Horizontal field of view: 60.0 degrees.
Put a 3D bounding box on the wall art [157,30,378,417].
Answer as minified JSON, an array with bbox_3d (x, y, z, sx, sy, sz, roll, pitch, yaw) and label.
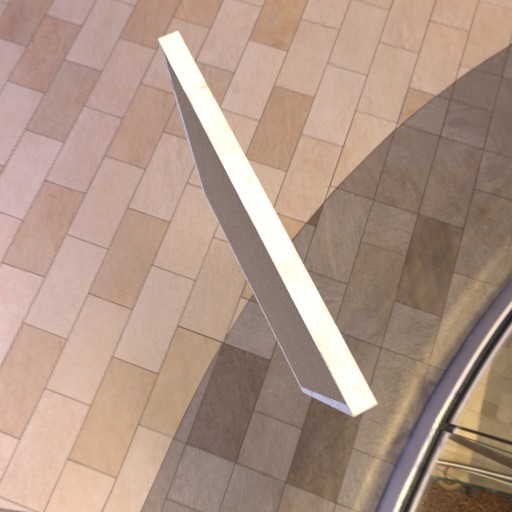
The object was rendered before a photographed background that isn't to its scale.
[{"bbox_3d":[0.000,0.000,0.754,0.029,0.506,0.508,-26,77,-6],"label":"wall art"}]
